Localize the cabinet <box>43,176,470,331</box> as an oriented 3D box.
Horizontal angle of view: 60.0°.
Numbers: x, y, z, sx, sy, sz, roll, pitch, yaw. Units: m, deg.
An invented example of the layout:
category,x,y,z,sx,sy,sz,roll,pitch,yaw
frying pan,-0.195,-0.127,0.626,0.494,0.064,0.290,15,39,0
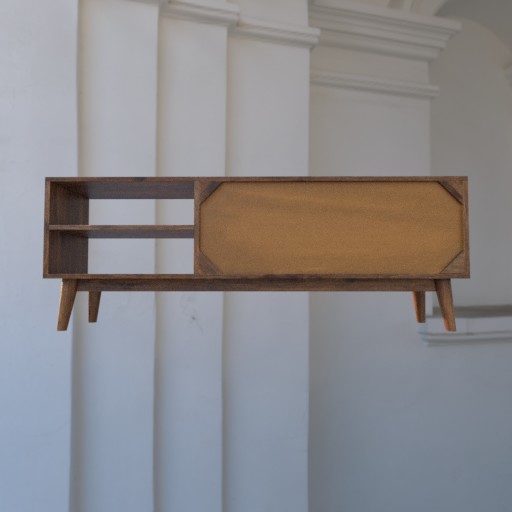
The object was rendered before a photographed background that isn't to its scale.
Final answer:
category,x,y,z,sx,sy,sz,roll,pitch,yaw
cabinet,0.000,0.000,1.680,1.448,0.528,0.349,0,-3,1
